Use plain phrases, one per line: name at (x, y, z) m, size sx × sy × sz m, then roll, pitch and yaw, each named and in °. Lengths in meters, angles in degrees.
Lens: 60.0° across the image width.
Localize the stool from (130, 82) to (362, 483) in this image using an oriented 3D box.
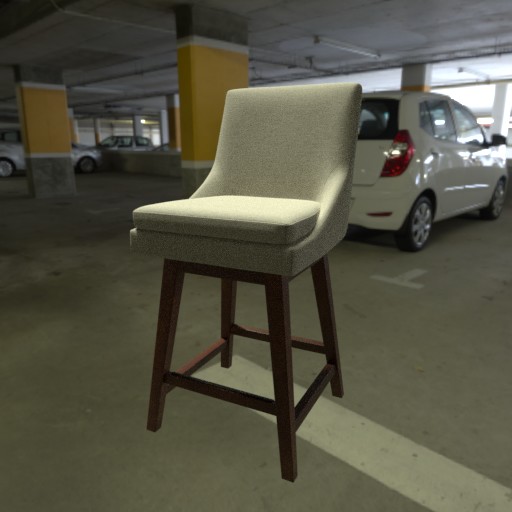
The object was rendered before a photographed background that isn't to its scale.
stool at (0.000, 0.000, 1.301) m, size 0.469 × 0.991 × 0.559 m, roll 7°, pitch 16°, yaw 26°
